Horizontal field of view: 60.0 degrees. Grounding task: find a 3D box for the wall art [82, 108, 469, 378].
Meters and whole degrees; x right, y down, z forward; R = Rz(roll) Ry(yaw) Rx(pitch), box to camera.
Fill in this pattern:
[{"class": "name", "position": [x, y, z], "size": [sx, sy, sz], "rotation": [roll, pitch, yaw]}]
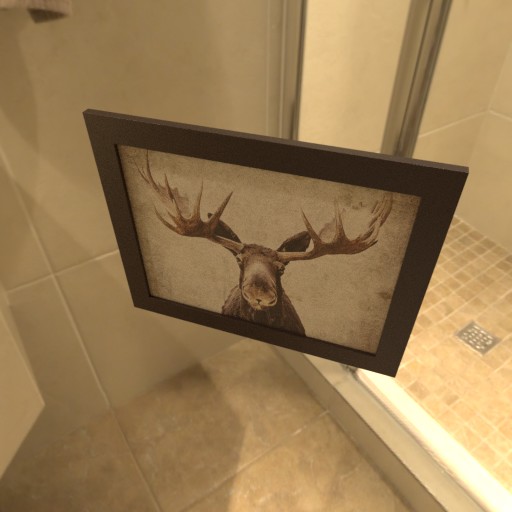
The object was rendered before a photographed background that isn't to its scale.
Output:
[{"class": "wall art", "position": [0.000, 0.000, 1.648], "size": [1.207, 0.952, 0.034], "rotation": [13, 43, 14]}]
